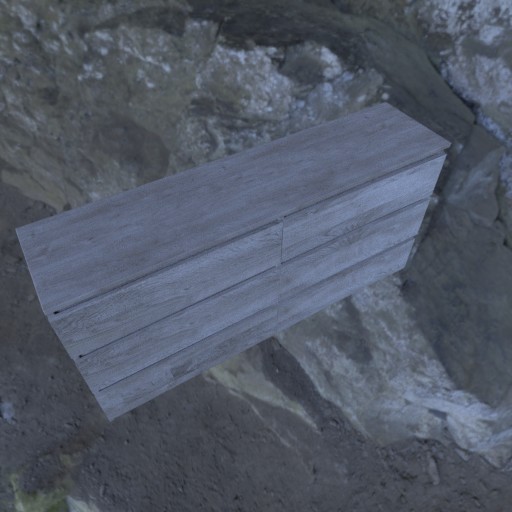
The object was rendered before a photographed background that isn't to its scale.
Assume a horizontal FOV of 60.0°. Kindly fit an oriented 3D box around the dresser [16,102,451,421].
[{"bbox_3d":[0.000,0.000,1.890,1.590,0.795,0.390,-24,52,-21],"label":"dresser"}]
